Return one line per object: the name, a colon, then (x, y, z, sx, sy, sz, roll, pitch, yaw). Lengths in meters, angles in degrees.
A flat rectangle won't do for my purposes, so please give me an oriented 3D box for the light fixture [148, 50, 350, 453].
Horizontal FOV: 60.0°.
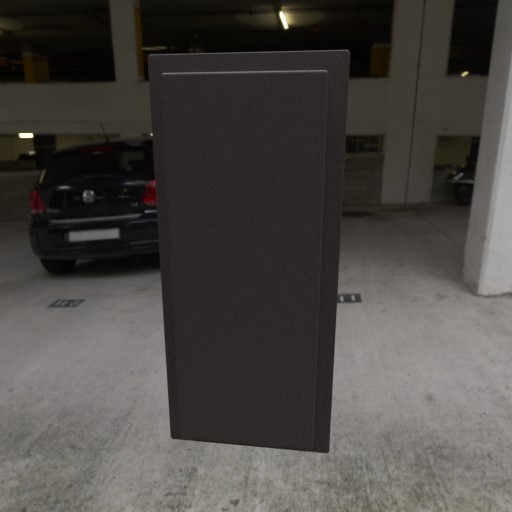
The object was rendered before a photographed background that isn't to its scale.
light fixture: (0.000, 0.000, 0.431, 0.153, 0.347, 0.146, 2, 16, 8)
